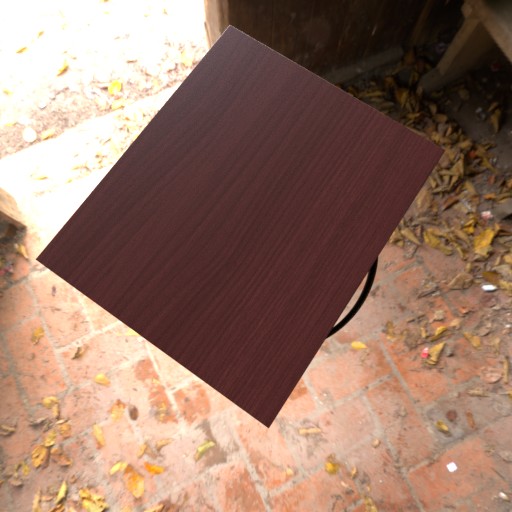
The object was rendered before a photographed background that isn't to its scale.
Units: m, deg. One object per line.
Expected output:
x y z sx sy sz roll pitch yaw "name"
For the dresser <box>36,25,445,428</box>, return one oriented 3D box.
0.000 0.000 0.768 0.360 0.470 0.400 34 78 8 "dresser"
